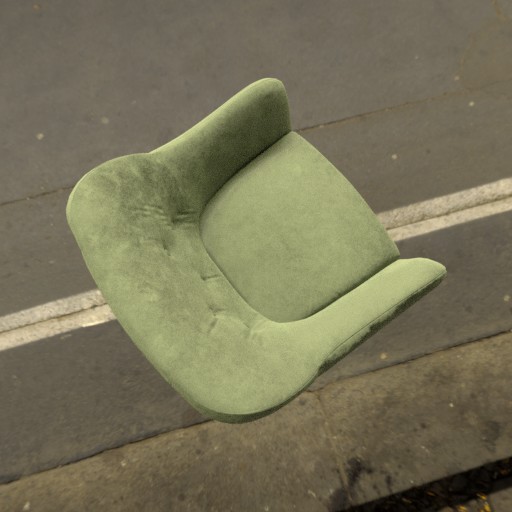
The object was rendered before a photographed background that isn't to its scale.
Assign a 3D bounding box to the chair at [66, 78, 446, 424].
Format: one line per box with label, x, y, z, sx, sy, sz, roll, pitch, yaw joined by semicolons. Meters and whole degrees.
chair;0.000;0.000;1.463;0.819;0.804;0.840;-36;79;-8
